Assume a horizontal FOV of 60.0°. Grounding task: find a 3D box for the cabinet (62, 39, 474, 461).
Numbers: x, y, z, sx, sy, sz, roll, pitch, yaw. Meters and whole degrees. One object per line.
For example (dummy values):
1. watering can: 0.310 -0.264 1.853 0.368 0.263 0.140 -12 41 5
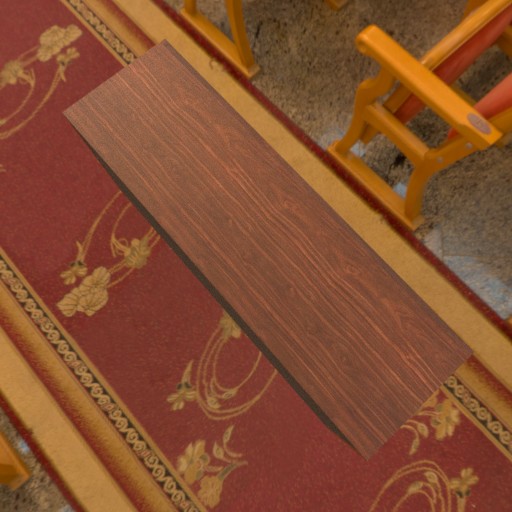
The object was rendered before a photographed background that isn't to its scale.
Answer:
1. cabinet: 0.000 0.000 1.974 0.505 0.940 1.575 -41 79 -10
